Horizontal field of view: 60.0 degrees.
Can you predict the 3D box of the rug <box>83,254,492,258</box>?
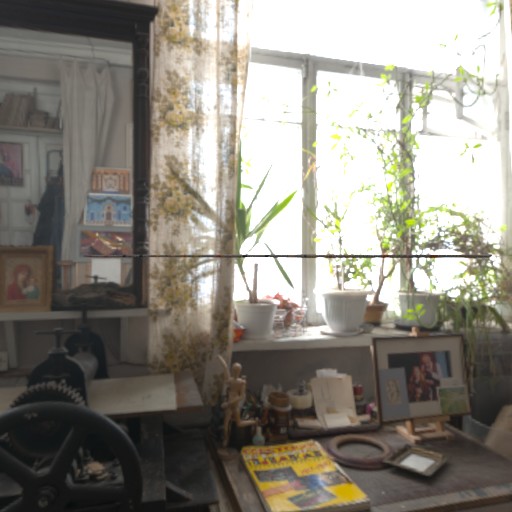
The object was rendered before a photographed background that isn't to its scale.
[{"bbox_3d":[0.000,0.000,2.642,2.419,0.022,0.744,0,0,36],"label":"rug"}]
